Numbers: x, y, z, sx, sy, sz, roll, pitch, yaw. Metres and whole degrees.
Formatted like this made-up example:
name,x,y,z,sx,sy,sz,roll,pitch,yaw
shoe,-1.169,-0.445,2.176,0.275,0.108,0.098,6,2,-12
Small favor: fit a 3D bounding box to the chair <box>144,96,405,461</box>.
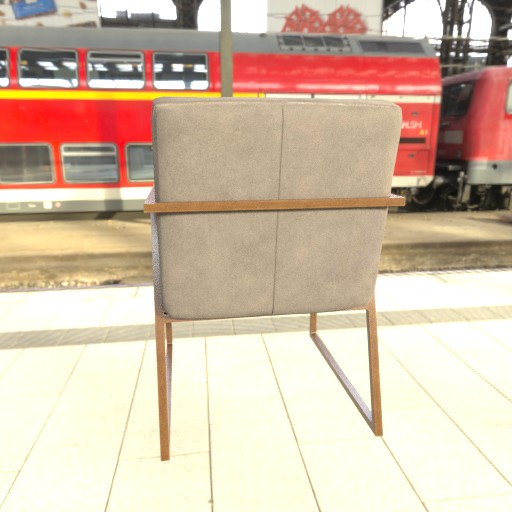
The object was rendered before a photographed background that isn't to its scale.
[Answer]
name,x,y,z,sx,sy,sz,roll,pitch,yaw
chair,0.000,0.000,1.314,0.578,0.843,0.682,-2,15,-9
